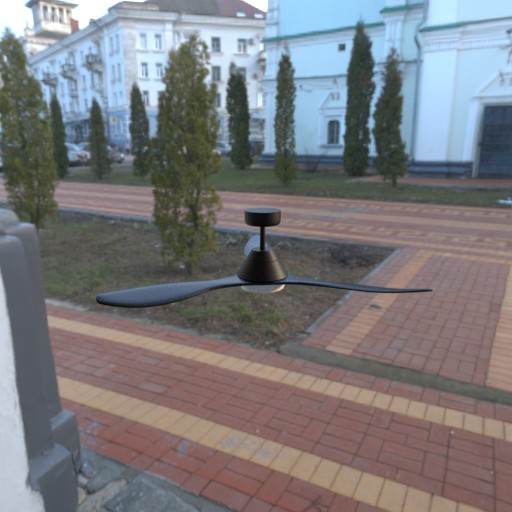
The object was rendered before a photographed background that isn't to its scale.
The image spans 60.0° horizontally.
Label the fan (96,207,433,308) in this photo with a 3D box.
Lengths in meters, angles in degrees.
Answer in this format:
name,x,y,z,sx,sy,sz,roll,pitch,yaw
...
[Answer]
name,x,y,z,sx,sy,sz,roll,pitch,yaw
fan,0.000,0.000,1.618,1.067,0.305,1.067,13,19,43
